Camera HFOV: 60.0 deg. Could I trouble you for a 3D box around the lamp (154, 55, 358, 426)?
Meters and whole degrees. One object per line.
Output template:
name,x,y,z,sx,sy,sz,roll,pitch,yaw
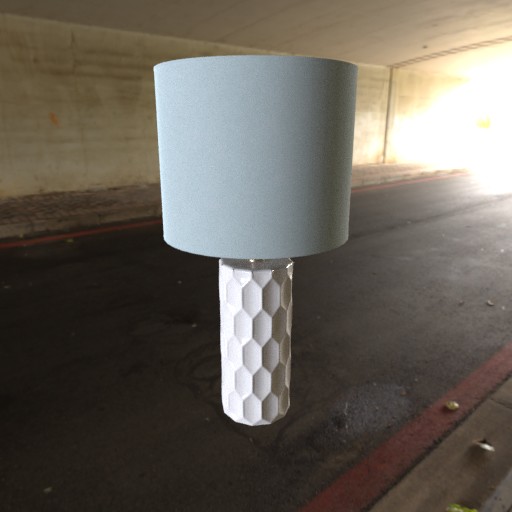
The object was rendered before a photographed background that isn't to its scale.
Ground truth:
lamp,0.000,0.000,0.687,0.277,0.534,0.277,-3,17,-9
